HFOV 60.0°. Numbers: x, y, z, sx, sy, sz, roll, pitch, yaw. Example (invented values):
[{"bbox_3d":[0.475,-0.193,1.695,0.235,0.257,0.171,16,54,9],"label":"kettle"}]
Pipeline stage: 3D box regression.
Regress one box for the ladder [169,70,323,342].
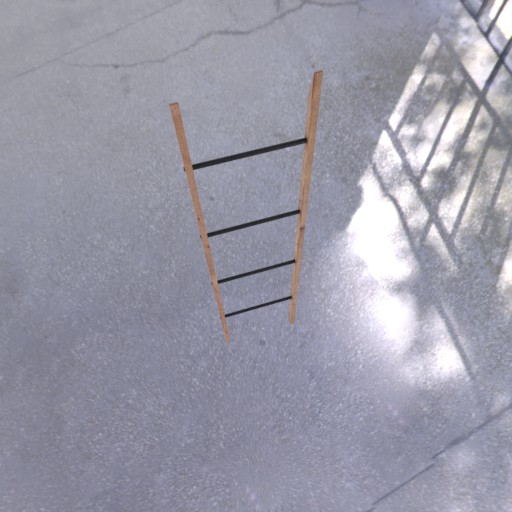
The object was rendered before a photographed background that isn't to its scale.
[{"bbox_3d":[0.000,0.000,1.990,0.442,1.805,0.200,-15,65,-7],"label":"ladder"}]
